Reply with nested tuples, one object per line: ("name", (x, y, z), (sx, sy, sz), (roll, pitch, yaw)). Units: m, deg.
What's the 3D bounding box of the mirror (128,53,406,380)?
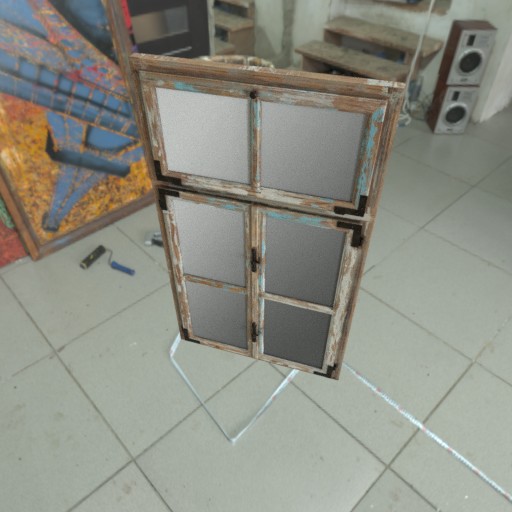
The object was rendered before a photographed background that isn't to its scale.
("mirror", (0.000, 0.000, 1.492), (0.707, 1.213, 0.083), (12, 44, 13))
